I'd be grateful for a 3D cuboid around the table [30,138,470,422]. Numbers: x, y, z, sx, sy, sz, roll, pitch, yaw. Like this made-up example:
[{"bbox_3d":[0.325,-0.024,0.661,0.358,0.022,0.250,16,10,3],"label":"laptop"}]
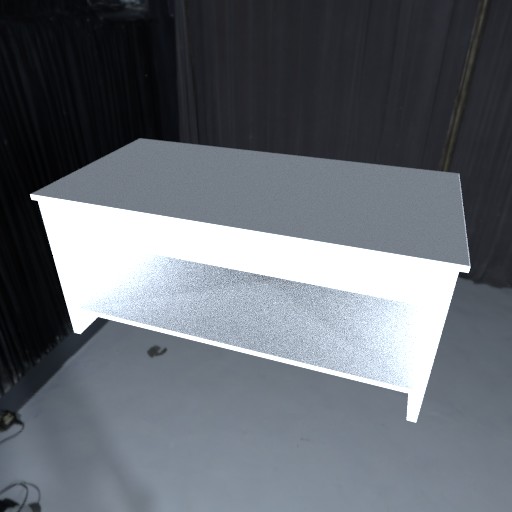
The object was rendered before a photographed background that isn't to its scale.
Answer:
[{"bbox_3d":[0.000,0.000,1.263,1.000,0.441,0.500,10,33,16],"label":"table"}]
